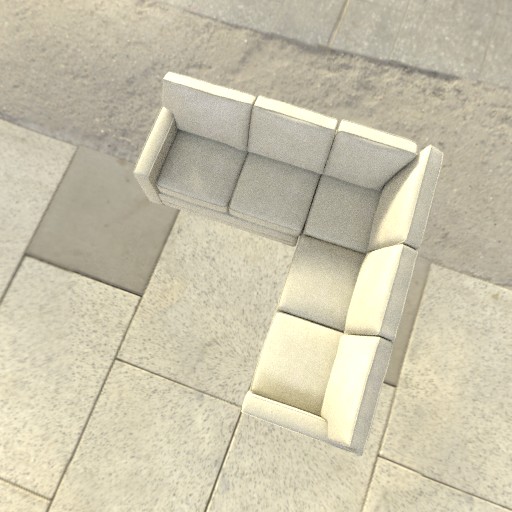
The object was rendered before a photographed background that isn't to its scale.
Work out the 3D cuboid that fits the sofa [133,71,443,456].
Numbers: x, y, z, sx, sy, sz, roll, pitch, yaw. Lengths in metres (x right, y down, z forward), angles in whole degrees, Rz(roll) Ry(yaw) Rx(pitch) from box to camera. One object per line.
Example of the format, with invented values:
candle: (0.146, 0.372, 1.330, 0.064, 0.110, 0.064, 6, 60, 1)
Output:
sofa: (0.000, 0.000, 3.371, 2.188, 0.936, 2.211, 18, 76, 4)
